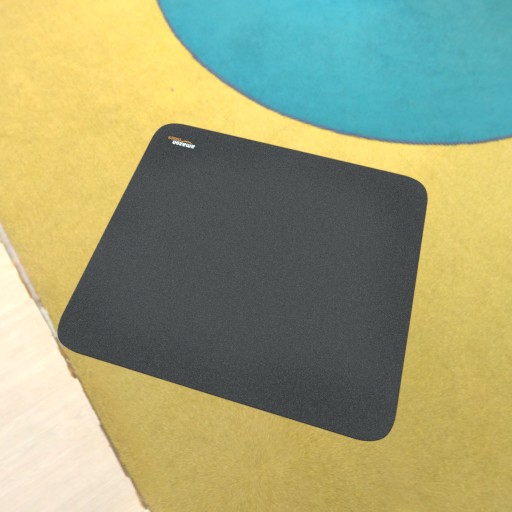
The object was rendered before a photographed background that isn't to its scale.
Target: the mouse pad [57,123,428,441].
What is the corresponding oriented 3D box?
[{"bbox_3d":[0.000,0.000,0.323,0.229,0.003,0.203,15,65,7],"label":"mouse pad"}]
